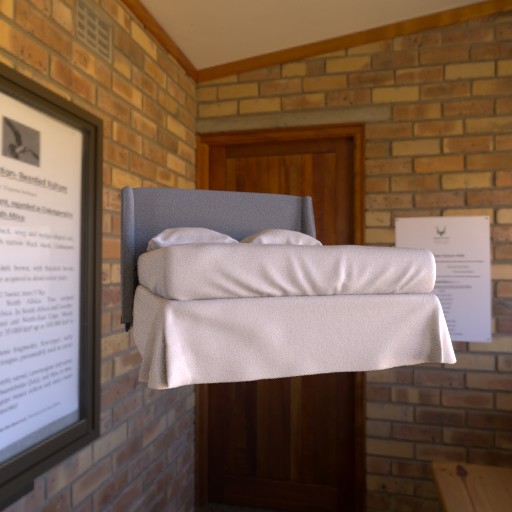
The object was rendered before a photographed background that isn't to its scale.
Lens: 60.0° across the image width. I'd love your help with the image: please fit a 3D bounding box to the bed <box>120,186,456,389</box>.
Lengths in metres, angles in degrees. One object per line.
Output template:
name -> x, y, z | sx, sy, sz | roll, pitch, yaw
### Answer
bed -> 0.000, 0.000, 3.381 | 1.925, 1.332, 2.276 | 0, -1, -19
